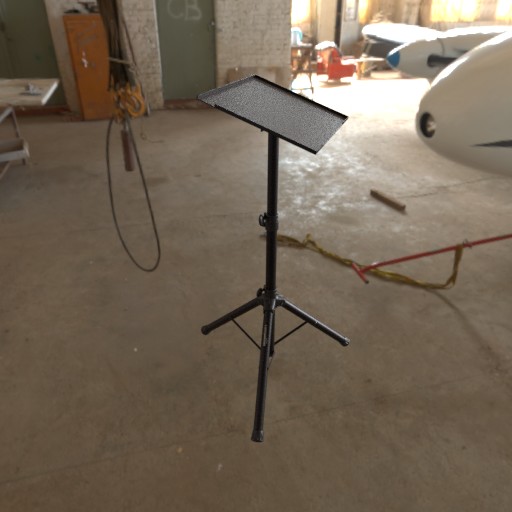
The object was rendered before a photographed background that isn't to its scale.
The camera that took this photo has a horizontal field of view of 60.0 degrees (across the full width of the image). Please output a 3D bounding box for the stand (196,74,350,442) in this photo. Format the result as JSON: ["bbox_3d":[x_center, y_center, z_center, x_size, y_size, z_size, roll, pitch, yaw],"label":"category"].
[{"bbox_3d":[0.000,0.000,1.669,0.702,1.198,0.702,11,32,18],"label":"stand"}]
